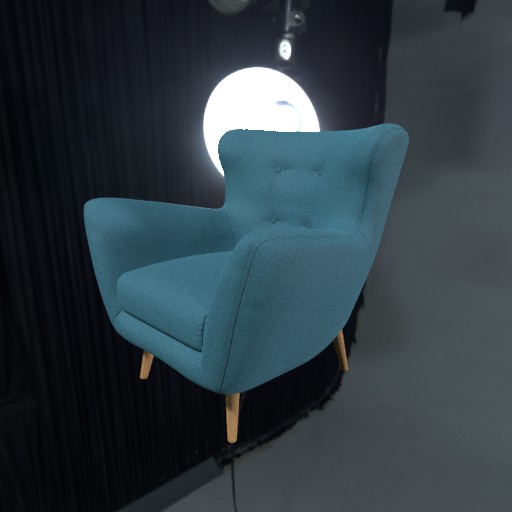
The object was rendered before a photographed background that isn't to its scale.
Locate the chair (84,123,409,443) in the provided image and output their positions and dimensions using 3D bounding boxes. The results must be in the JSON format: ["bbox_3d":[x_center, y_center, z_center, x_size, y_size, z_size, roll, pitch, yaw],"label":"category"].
[{"bbox_3d":[0.000,0.000,1.564,0.889,0.889,0.890,-14,20,-42],"label":"chair"}]
